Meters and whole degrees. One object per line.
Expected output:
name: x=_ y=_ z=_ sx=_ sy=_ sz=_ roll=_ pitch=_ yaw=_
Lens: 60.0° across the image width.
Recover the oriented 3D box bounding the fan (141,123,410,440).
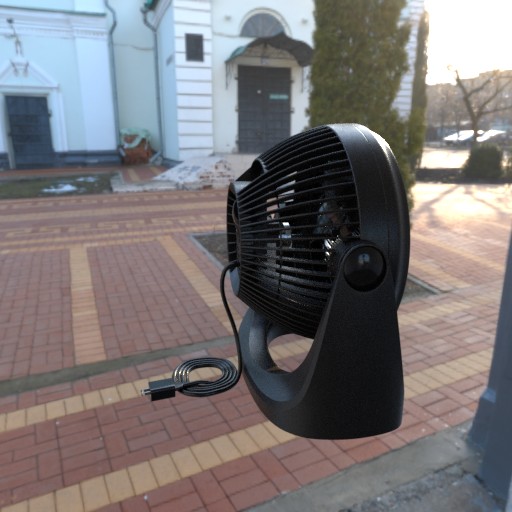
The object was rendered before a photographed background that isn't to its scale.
fan: x=0.000 y=0.000 z=0.481 sx=0.256 sy=0.277 sz=0.273 roll=-3 pitch=16 yaw=-10
